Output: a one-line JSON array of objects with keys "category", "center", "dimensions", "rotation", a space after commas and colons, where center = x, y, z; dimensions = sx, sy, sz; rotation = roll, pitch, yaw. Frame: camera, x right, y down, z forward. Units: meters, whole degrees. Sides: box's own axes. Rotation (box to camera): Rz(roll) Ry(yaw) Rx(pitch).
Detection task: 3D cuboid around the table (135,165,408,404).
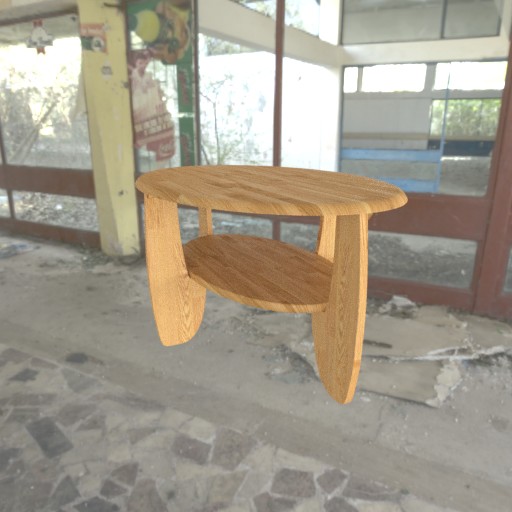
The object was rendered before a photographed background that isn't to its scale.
[{"category": "table", "center": [0.000, 0.000, 1.408], "dimensions": [0.690, 0.490, 1.040], "rotation": [-8, 18, -25]}]
